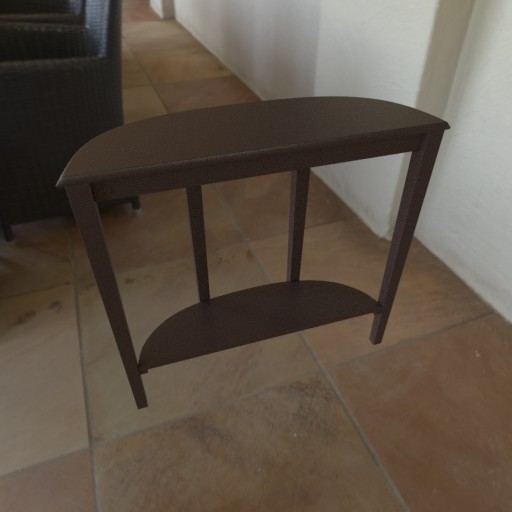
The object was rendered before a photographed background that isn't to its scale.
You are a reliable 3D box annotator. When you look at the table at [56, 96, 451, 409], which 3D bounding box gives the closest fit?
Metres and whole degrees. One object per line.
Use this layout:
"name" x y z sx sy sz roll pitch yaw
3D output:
"table" 0.000 0.000 1.327 0.909 0.831 0.274 -12 41 -14
